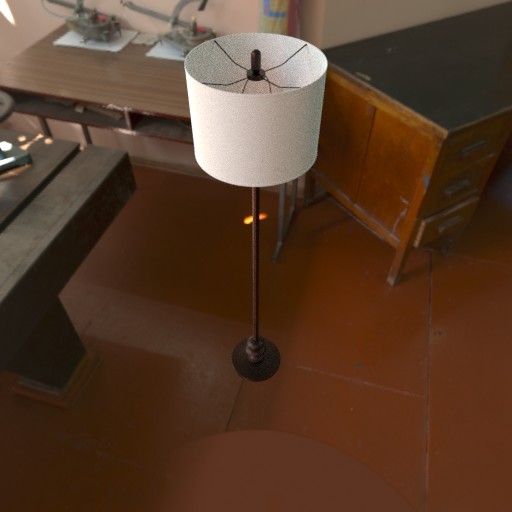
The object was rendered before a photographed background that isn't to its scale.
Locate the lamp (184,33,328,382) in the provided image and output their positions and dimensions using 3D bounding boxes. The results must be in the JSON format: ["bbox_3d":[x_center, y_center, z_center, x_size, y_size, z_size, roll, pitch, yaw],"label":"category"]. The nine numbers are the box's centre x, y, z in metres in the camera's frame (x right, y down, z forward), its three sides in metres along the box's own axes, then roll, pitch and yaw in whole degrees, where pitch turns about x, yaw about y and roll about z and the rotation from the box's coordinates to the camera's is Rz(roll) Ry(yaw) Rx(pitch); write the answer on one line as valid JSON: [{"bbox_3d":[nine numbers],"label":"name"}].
[{"bbox_3d":[0.000,0.000,1.633,0.356,1.487,0.356,-31,54,-26],"label":"lamp"}]
